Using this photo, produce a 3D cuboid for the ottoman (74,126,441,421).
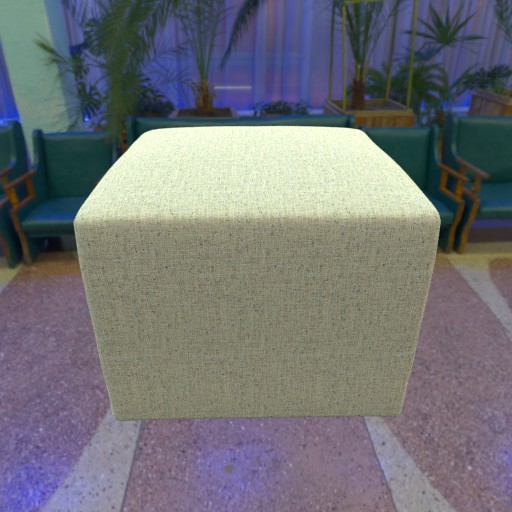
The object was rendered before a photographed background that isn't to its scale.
[{"bbox_3d":[0.000,0.000,0.906,0.521,0.453,0.512,-1,29,-1],"label":"ottoman"}]
